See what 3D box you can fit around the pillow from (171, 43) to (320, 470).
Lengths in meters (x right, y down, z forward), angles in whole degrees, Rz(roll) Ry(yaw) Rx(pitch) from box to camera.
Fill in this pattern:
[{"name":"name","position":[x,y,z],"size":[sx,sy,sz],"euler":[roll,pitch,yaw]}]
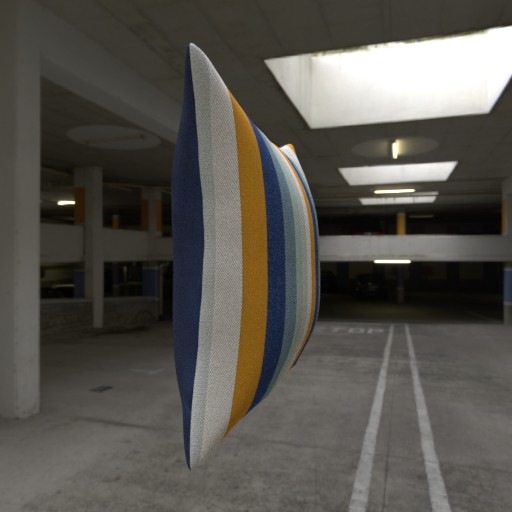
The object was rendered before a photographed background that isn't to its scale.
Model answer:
[{"name":"pillow","position":[0.000,0.000,0.688],"size":[0.173,0.454,0.463],"euler":[0,0,18]}]
